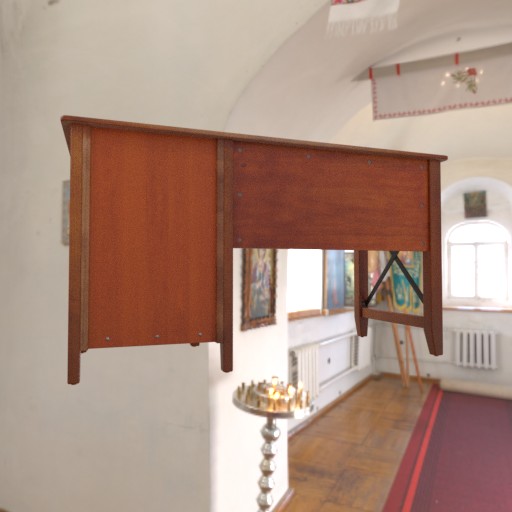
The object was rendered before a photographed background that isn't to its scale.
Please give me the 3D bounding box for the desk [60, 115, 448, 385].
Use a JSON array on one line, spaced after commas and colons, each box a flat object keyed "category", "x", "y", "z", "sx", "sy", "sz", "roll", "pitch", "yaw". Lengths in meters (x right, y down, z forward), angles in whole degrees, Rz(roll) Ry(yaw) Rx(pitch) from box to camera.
[{"category": "desk", "x": 0.000, "y": 0.000, "z": 1.711, "sx": 1.353, "sy": 0.756, "sz": 0.574, "roll": 1, "pitch": -2, "yaw": -19}]
